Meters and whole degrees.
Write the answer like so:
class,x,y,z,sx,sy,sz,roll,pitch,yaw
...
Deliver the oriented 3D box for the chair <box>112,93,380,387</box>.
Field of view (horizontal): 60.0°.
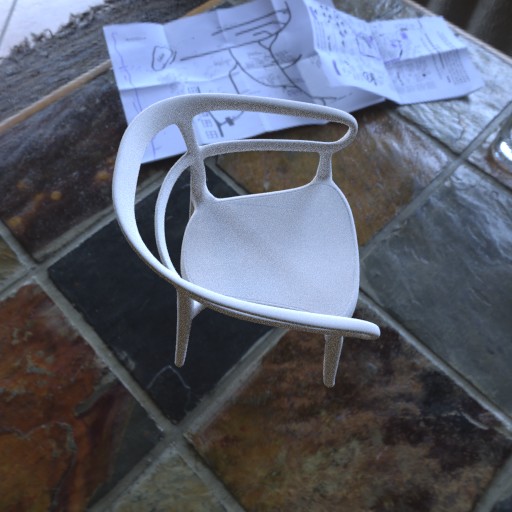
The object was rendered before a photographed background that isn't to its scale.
class,x,y,z,sx,sy,sz,roll,pitch,yaw
chair,0.000,0.000,1.165,0.527,0.761,0.559,1,63,1
